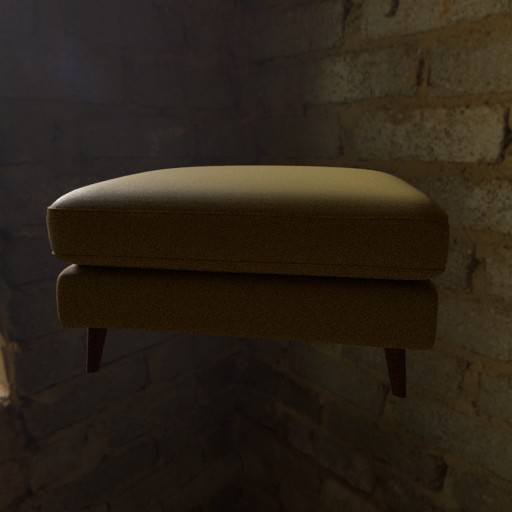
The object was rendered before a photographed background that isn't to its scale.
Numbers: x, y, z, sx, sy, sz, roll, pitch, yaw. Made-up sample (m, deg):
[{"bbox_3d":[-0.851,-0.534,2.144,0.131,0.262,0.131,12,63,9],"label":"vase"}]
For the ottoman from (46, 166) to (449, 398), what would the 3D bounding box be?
[{"bbox_3d":[0.000,0.000,1.148,0.811,0.449,0.608,2,15,8],"label":"ottoman"}]
